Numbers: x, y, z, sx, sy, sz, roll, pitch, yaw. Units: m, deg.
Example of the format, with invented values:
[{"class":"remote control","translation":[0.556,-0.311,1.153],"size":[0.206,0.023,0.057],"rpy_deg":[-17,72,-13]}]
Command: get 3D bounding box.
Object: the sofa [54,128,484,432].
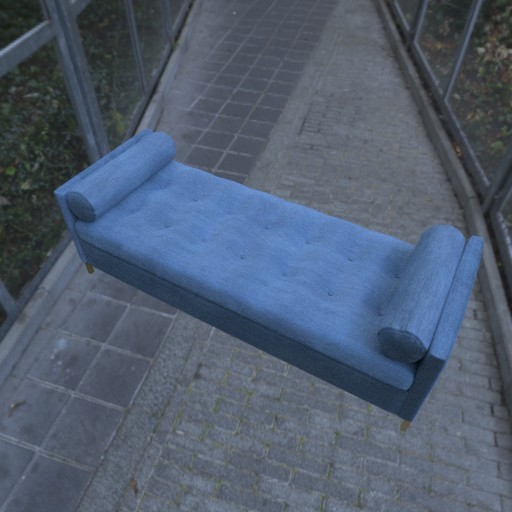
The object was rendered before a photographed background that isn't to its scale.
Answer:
[{"class":"sofa","translation":[0.000,0.000,2.446],"size":[2.102,0.705,0.796],"rpy_deg":[22,50,20]}]
